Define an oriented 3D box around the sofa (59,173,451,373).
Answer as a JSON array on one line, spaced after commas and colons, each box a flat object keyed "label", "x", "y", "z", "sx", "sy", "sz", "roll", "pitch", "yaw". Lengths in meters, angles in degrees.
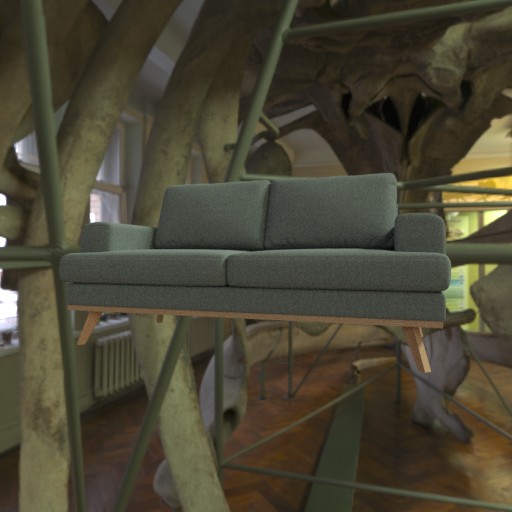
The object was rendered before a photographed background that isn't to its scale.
[{"label": "sofa", "x": 0.000, "y": 0.000, "z": 2.113, "sx": 1.650, "sy": 0.810, "sz": 0.785, "roll": 0, "pitch": 0, "yaw": 19}]
